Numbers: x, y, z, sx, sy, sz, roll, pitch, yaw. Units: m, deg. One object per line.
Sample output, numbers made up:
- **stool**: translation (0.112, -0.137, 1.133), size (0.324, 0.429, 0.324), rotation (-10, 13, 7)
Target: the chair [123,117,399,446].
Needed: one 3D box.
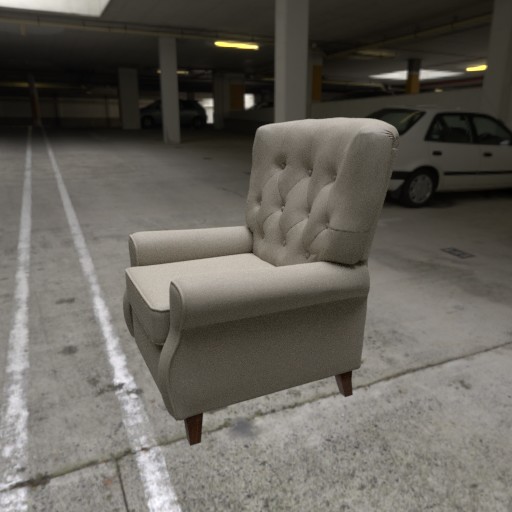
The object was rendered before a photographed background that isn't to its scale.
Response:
- **chair**: translation (0.000, 0.000, 1.931), size (1.059, 1.158, 0.943), rotation (-8, 18, -25)
